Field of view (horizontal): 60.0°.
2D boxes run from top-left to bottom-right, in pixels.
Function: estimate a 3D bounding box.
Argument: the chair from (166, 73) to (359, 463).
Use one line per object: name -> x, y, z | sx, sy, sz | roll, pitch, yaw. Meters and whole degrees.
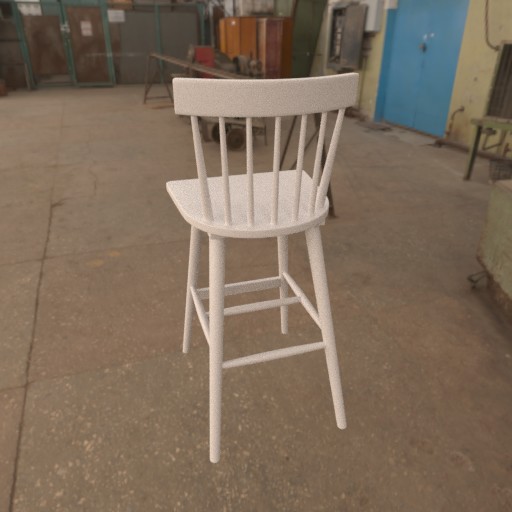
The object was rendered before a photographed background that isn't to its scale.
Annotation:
chair -> 0.000, 0.000, 1.417 | 0.483, 1.092, 0.572 | -8, 28, -15
